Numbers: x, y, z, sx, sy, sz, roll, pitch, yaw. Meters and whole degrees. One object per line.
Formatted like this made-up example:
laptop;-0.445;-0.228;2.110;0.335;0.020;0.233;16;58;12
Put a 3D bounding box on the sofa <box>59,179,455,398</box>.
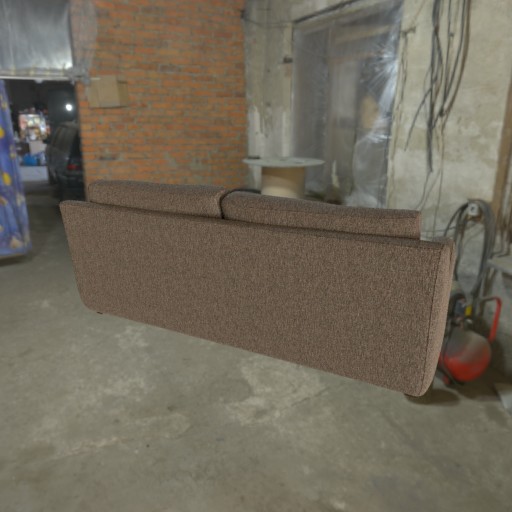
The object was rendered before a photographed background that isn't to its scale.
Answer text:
sofa;0.000;0.000;2.955;2.418;0.998;1.103;9;19;27
